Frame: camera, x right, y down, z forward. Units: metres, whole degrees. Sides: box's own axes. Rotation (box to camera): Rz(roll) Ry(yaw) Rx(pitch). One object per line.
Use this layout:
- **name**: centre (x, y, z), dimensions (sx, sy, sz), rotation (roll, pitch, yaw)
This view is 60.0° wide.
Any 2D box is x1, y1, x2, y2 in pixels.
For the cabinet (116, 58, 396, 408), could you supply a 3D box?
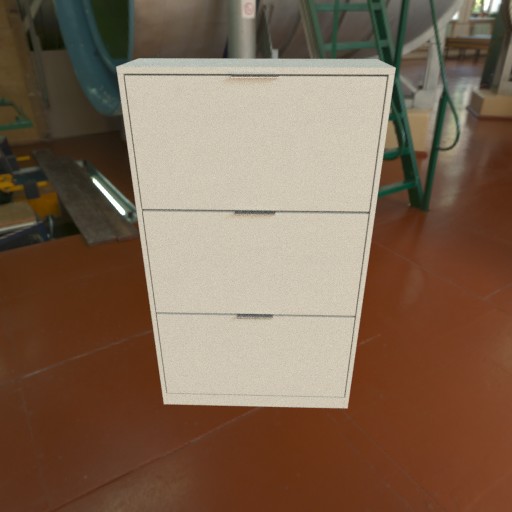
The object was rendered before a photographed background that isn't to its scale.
- **cabinet**: centre (0.000, 0.000, 1.595), dimensions (0.750, 1.280, 0.250), rotation (1, 29, 1)
